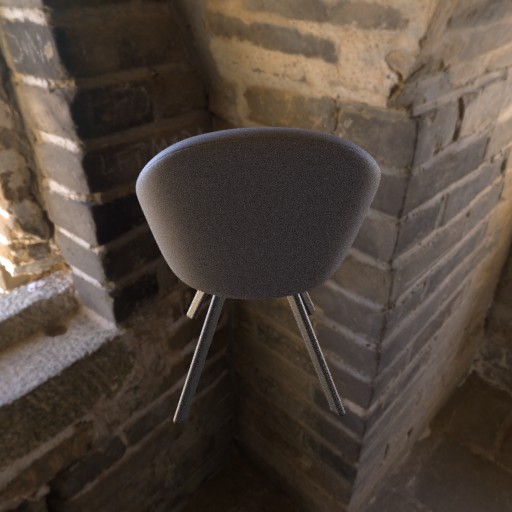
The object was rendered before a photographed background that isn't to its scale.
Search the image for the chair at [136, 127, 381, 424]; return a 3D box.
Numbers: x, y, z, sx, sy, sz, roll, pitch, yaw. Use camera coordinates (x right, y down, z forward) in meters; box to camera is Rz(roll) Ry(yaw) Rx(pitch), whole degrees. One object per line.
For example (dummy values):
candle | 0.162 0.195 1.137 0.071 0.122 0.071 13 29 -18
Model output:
chair | 0.000 0.000 1.160 0.540 0.780 0.570 -2 30 -3
